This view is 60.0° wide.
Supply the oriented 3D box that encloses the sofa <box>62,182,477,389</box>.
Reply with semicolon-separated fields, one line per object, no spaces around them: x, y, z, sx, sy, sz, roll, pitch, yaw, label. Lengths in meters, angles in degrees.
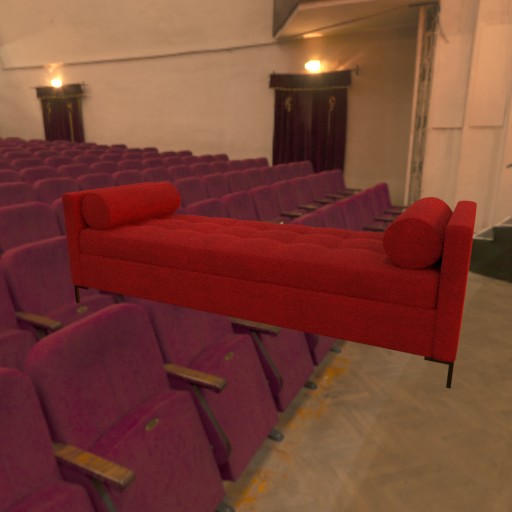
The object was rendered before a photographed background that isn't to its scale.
0.000;0.000;2.291;1.981;0.635;0.686;8;17;26;sofa
